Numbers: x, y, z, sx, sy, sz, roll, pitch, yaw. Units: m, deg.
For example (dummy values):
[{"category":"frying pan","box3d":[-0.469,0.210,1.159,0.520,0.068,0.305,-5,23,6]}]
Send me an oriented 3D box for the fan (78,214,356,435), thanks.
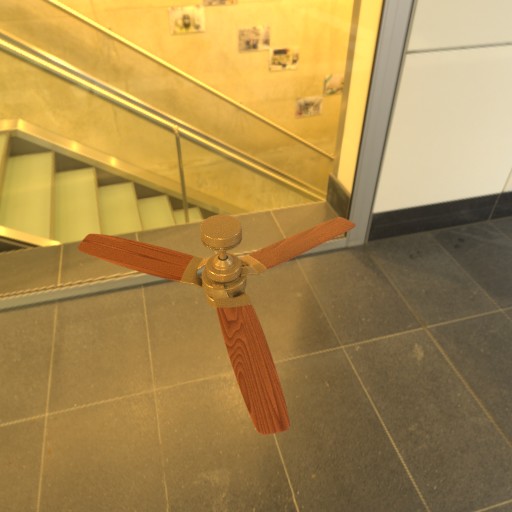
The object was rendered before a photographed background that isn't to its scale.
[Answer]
[{"category":"fan","box3d":[0.000,0.000,2.029,1.271,0.425,1.416,-24,46,-26]}]
